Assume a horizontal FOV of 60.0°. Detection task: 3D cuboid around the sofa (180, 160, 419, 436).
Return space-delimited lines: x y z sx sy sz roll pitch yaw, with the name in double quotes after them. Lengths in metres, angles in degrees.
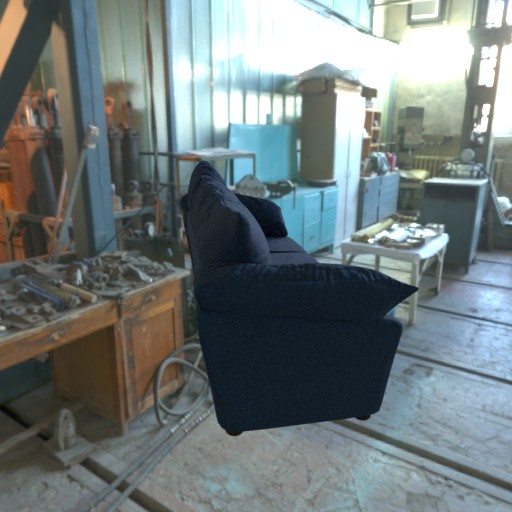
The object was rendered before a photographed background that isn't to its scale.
0.000 0.000 2.839 0.907 1.091 2.390 -3 16 -10 "sofa"
